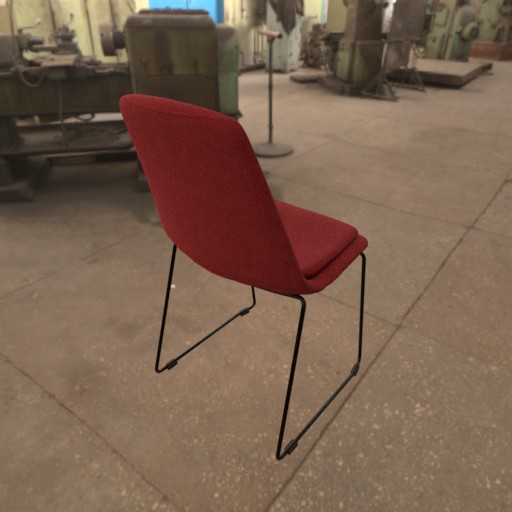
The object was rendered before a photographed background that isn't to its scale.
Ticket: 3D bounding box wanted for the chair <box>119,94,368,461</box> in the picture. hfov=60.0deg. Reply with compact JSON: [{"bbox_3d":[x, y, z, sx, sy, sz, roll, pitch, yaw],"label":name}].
[{"bbox_3d":[0.000,0.000,1.142,0.479,0.858,0.518,23,38,33],"label":"chair"}]
